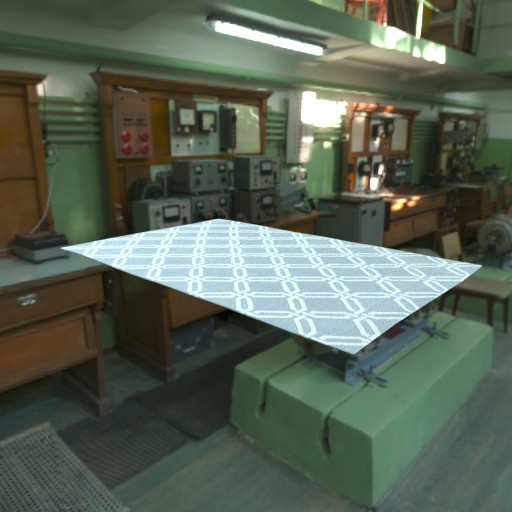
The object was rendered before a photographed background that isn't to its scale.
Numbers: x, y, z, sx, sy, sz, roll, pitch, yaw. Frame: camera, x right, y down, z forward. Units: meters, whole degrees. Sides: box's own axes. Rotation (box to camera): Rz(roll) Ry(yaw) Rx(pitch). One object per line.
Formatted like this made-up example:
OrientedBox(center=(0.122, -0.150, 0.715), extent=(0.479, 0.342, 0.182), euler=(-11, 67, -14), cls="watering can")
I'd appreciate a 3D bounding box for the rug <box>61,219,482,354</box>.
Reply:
OrientedBox(center=(0.000, 0.000, 2.171), extent=(1.754, 0.010, 1.148), euler=(13, 20, 40), cls="rug")
